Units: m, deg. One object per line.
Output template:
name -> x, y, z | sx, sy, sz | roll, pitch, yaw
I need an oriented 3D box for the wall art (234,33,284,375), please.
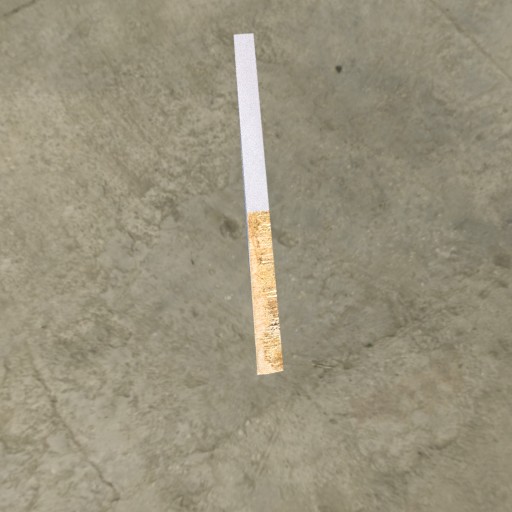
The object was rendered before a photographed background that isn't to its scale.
wall art -> 0.000, 0.000, 1.182 | 0.039, 0.911, 0.607 | -4, 75, -1
